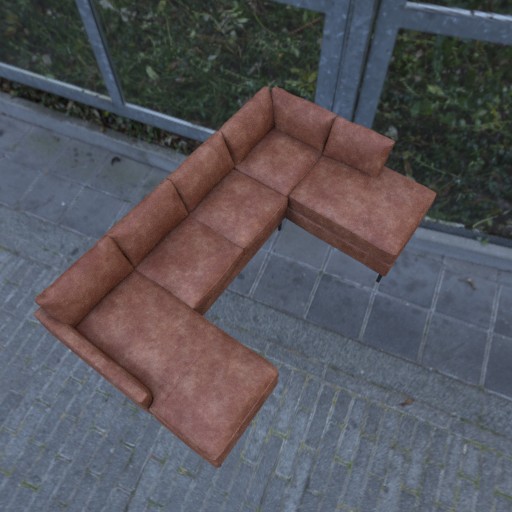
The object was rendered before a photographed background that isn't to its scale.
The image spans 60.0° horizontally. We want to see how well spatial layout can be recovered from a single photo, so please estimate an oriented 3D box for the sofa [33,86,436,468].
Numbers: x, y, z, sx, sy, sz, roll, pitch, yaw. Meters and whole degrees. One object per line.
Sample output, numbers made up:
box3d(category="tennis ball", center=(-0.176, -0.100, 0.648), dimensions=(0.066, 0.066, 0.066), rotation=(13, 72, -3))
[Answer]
box3d(category="sofa", center=(0.000, 0.000, 3.736), dimensions=(1.939, 0.900, 2.956), rotation=(32, 64, 17))
